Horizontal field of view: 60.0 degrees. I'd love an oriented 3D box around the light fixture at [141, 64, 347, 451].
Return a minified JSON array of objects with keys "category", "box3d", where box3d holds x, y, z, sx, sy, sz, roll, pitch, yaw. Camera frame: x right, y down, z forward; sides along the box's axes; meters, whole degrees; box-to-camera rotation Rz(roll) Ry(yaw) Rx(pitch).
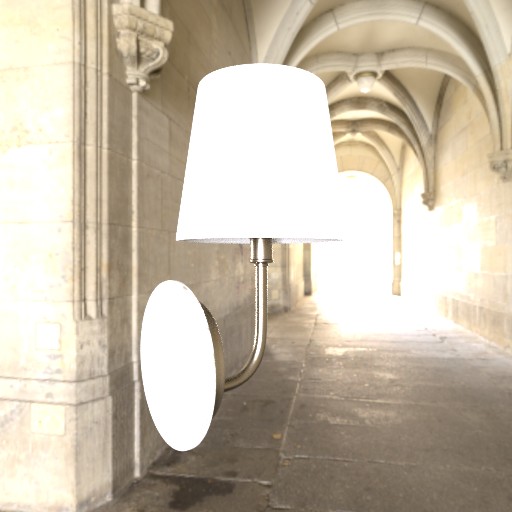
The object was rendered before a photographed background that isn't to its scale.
[{"category":"light fixture","box3d":[0.000,0.000,0.447,0.188,0.337,0.168,0,0,-35]}]
